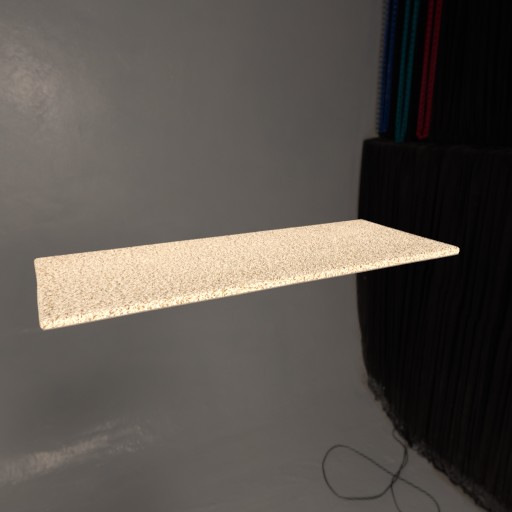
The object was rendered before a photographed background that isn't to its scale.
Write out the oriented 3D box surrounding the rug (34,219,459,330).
[{"bbox_3d":[0.000,0.000,1.701,1.524,0.030,0.609,-8,19,-26],"label":"rug"}]
